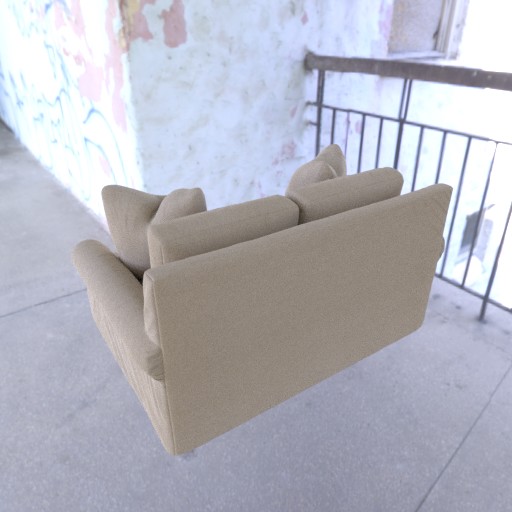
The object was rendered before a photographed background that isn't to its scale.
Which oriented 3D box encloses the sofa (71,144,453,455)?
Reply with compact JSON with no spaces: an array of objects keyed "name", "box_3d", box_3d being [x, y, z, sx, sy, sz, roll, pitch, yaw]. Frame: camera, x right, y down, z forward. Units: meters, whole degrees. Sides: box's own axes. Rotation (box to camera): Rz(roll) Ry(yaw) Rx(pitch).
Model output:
[{"name":"sofa","box_3d":[0.000,0.000,2.165,1.550,0.905,1.070,-18,33,-29]}]
